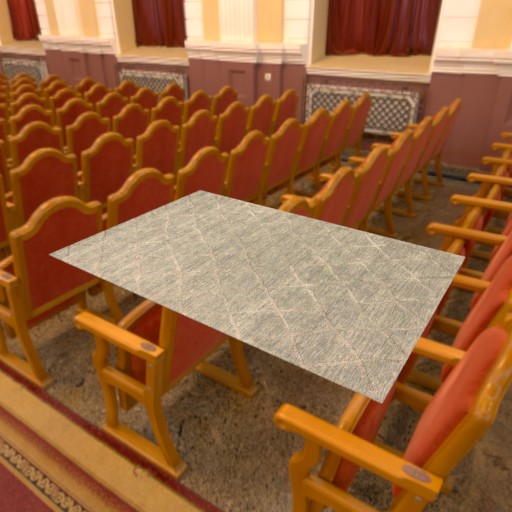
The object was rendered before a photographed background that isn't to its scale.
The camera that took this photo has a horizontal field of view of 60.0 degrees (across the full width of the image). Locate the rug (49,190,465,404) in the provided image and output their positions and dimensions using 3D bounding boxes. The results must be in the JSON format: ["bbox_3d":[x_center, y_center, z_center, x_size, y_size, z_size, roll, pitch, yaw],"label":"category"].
[{"bbox_3d":[0.000,0.000,2.919,2.283,0.006,1.521,18,33,30],"label":"rug"}]
